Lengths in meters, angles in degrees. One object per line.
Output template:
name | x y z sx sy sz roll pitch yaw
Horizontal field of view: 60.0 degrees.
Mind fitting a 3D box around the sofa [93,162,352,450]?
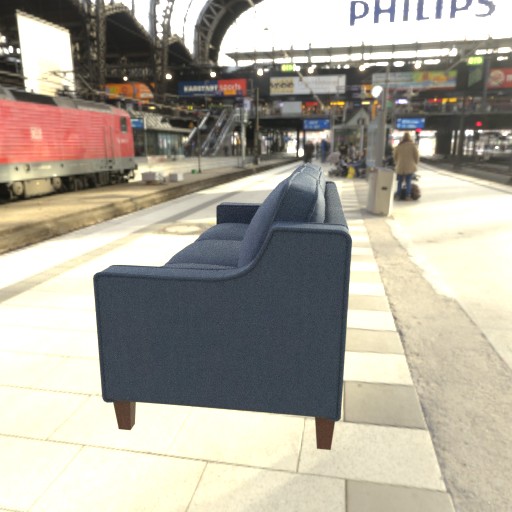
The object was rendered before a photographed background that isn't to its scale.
sofa | 0.000 0.000 2.487 0.911 0.974 1.986 2 14 8
